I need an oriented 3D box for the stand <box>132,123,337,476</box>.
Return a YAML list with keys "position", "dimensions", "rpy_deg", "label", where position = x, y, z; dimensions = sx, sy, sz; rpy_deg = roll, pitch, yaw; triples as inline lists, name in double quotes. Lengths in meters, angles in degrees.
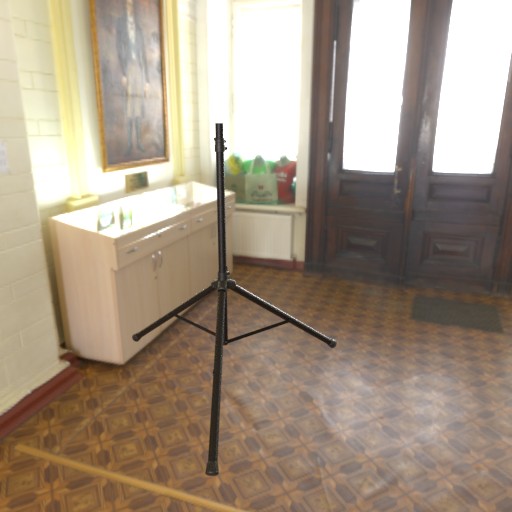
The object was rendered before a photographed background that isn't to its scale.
- position: [0.000, 0.000, 2.777]
  dimensions: [1.339, 1.595, 1.596]
  rpy_deg: [-8, 18, -25]
  label: "stand"
